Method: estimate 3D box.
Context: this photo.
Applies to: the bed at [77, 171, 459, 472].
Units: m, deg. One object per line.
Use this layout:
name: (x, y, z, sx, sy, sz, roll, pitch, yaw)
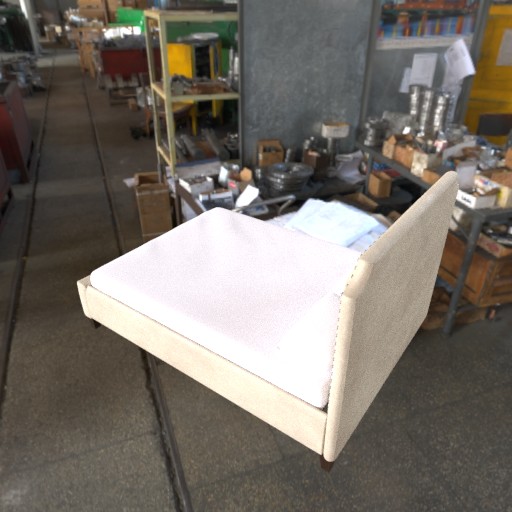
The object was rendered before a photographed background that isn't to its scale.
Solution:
bed: (0.000, 0.000, 3.416, 2.372, 1.443, 1.712, 20, 36, 30)
